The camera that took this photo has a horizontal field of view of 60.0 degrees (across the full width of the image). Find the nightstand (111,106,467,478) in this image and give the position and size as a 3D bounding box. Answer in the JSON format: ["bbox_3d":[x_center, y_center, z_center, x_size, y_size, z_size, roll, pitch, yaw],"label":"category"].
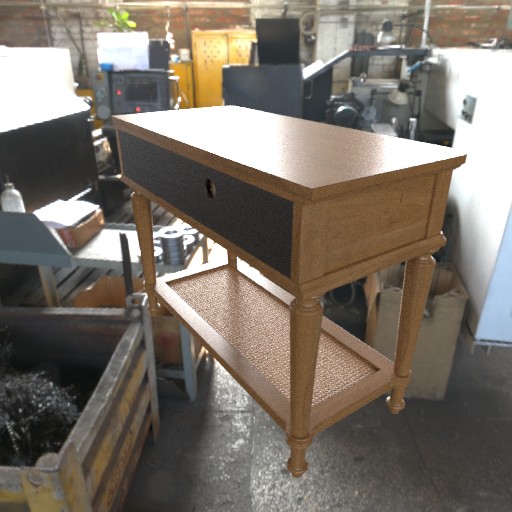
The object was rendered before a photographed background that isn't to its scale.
[{"bbox_3d":[0.000,0.000,1.266,0.432,0.700,0.914,-17,30,-31],"label":"nightstand"}]
